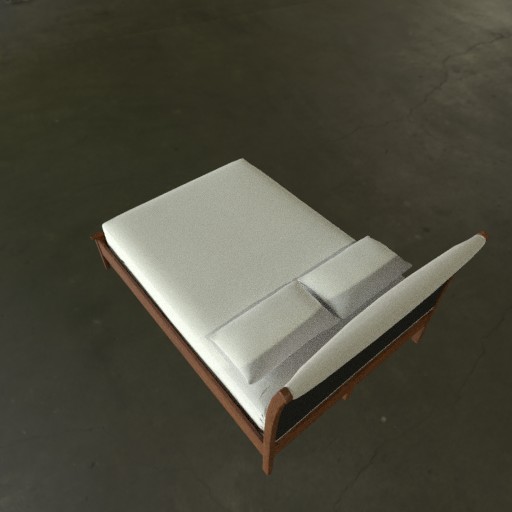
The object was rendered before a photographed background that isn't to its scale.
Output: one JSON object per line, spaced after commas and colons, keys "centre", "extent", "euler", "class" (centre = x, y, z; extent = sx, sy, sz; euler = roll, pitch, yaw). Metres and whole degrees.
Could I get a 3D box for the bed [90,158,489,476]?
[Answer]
{"centre": [0.000, 0.000, 3.252], "extent": [1.612, 1.250, 2.380], "euler": [-31, 54, -25], "class": "bed"}
